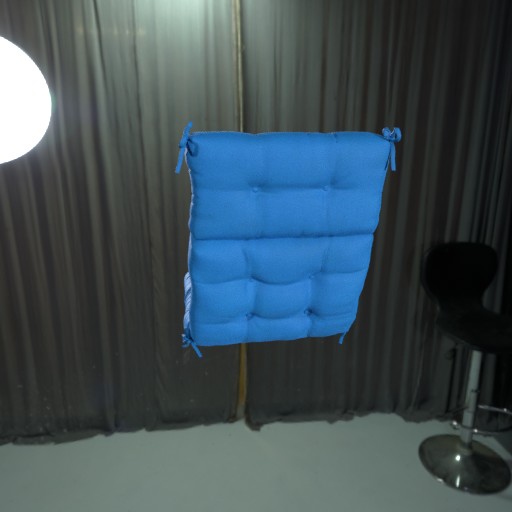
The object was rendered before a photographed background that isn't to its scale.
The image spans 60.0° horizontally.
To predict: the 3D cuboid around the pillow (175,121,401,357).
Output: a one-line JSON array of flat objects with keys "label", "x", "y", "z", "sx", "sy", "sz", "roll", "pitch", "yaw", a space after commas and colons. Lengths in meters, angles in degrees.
[{"label": "pillow", "x": 0.000, "y": 0.000, "z": 1.538, "sx": 0.526, "sy": 0.863, "sz": 1.016, "roll": -2, "pitch": 15, "yaw": -9}]
